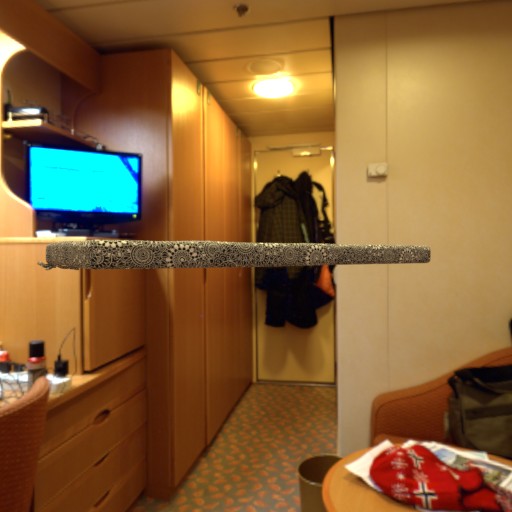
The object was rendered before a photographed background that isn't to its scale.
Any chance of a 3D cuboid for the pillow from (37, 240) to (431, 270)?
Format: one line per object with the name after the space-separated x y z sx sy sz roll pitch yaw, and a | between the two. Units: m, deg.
0.000 0.000 1.388 1.187 0.081 0.492 0 0 -36 | pillow
